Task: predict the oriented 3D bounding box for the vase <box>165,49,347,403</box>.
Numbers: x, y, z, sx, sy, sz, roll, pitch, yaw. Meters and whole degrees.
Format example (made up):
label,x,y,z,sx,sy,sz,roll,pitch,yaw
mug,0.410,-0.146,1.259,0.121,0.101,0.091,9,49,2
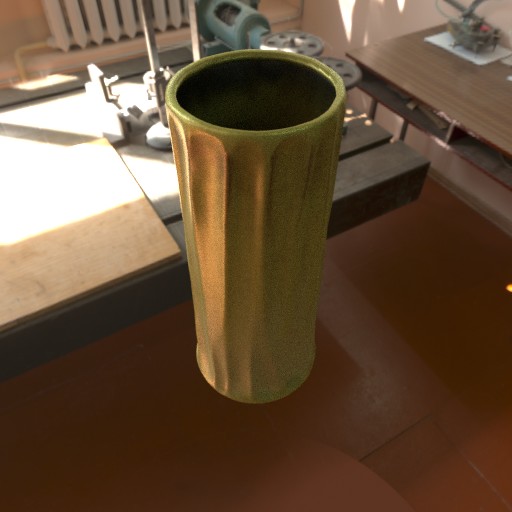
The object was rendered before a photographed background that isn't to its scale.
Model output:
label,x,y,z,sx,sy,sz,roll,pitch,yaw
vase,0.000,0.000,0.179,0.061,0.143,0.061,0,47,0
